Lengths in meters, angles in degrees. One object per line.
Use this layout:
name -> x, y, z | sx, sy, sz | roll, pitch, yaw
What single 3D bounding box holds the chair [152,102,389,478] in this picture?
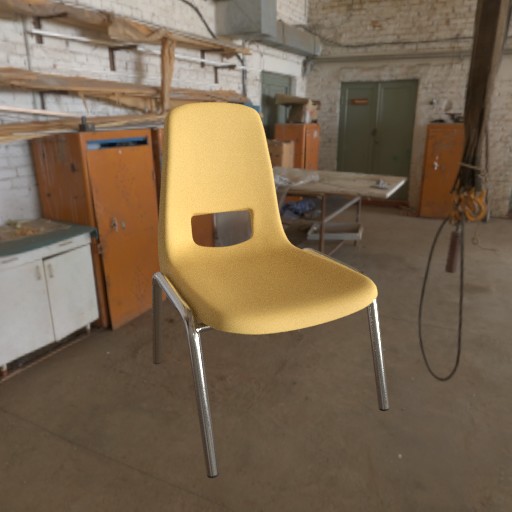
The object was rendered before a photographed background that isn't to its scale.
chair -> 0.000, 0.000, 0.808 | 0.354, 0.536, 0.385 | -9, 20, -26
